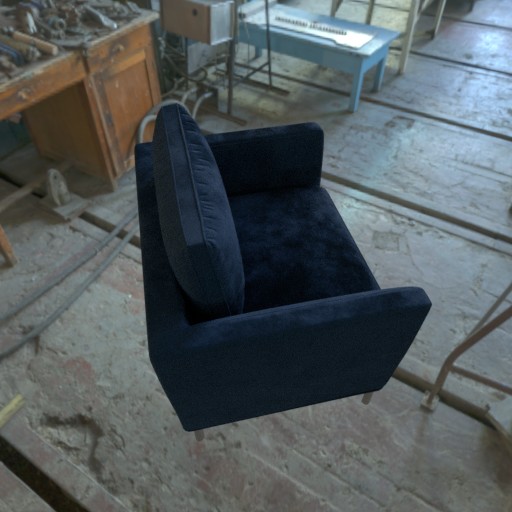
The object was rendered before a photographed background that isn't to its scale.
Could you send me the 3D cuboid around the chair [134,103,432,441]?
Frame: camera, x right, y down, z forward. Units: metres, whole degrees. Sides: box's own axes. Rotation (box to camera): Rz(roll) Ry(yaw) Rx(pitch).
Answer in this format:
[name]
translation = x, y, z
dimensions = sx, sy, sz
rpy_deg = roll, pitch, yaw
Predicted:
[chair]
translation = 0.000, 0.000, 1.588
dimensions = 0.746, 0.893, 0.977
rpy_deg = -9, 47, -9
